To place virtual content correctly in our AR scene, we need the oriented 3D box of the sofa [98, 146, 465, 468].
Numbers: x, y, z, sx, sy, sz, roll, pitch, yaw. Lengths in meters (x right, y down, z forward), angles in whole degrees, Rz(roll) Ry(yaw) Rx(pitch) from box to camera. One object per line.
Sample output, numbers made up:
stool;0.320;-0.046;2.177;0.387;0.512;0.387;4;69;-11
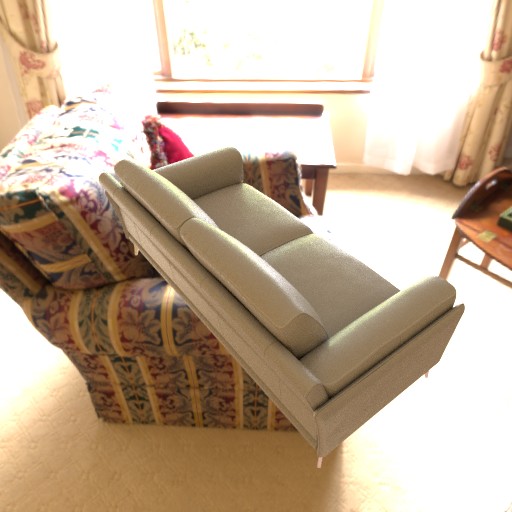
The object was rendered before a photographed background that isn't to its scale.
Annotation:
sofa;0.000;0.000;2.648;1.049;0.930;2.101;-26;46;-28
